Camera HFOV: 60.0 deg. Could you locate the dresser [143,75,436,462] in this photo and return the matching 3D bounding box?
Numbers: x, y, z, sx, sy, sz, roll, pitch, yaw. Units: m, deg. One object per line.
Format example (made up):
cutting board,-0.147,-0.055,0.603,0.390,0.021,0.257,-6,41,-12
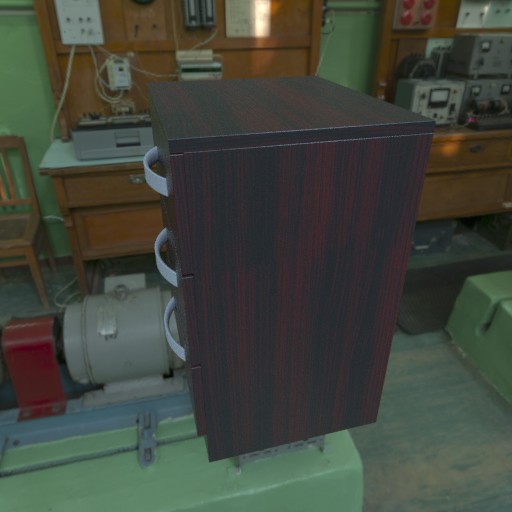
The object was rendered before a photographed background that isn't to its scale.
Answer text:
dresser,0.000,0.000,0.822,0.360,0.560,0.400,-8,31,-13
